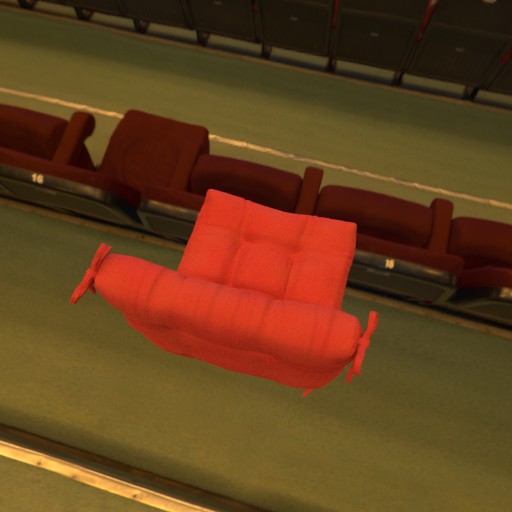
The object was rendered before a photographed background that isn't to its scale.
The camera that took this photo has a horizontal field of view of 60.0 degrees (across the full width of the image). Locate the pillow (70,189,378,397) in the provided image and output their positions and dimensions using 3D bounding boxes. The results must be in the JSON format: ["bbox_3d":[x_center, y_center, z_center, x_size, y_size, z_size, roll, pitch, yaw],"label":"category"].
[{"bbox_3d":[0.000,0.000,1.049,0.519,0.605,0.571,14,65,7],"label":"pillow"}]
